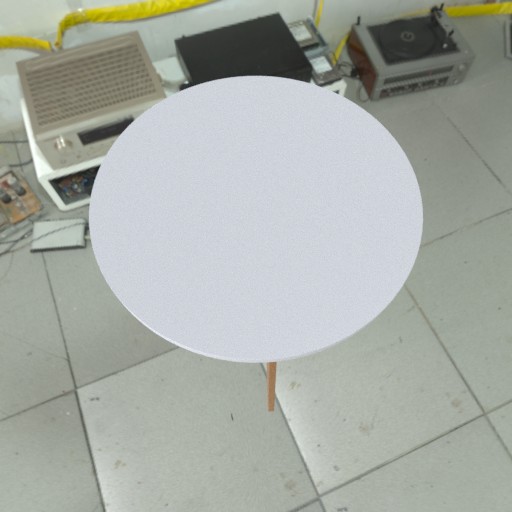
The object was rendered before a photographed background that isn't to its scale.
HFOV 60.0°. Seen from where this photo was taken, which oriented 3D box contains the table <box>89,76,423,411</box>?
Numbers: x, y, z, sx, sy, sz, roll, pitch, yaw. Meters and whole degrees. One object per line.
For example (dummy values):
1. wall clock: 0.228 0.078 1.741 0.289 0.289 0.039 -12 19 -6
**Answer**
1. table: 0.000 0.000 1.545 0.896 0.762 0.896 0 64 0
